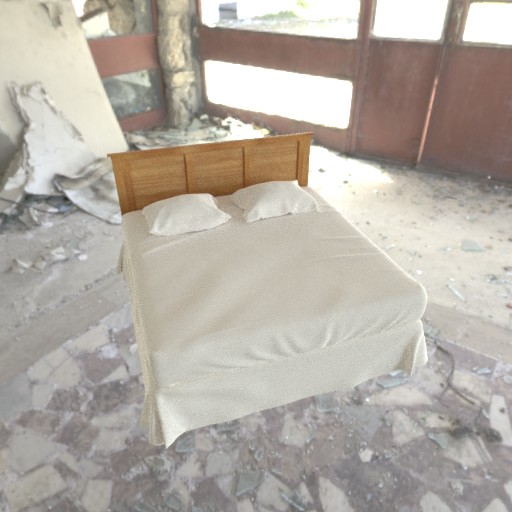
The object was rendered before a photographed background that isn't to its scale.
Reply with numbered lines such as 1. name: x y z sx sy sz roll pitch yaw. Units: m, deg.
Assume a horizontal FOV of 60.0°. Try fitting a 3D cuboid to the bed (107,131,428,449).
1. bed: 0.000 0.000 3.696 2.317 1.270 2.215 -11 34 -16
